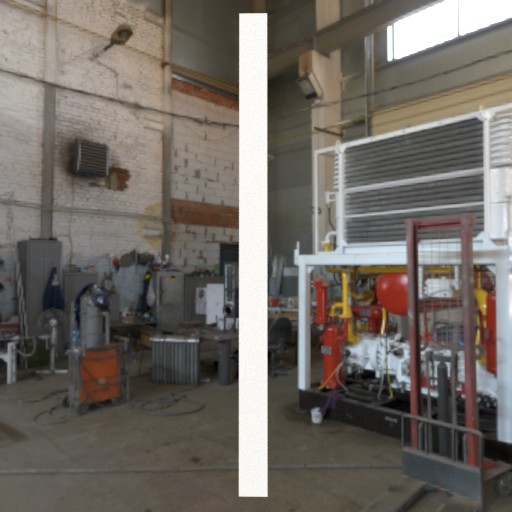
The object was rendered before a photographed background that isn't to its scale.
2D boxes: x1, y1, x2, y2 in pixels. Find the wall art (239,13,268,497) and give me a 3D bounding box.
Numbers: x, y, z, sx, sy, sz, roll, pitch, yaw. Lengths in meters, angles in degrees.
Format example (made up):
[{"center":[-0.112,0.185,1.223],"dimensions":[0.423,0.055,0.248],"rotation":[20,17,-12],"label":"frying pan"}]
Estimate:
[{"center":[0.000,0.000,0.827],"dimensions":[0.038,0.657,0.450],"rotation":[0,-2,1],"label":"wall art"}]
